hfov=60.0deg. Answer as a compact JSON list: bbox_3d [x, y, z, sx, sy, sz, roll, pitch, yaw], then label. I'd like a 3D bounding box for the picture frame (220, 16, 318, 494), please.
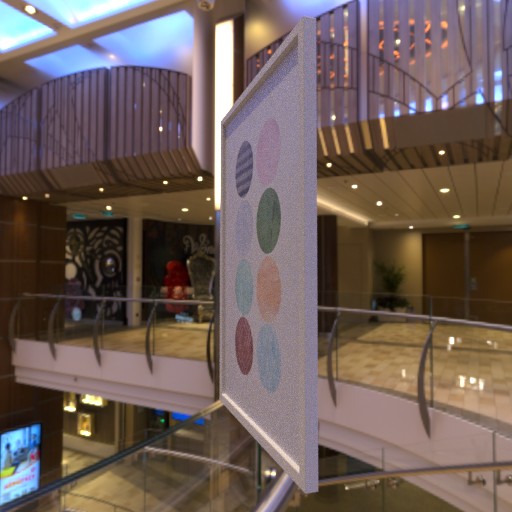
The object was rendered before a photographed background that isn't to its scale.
[{"bbox_3d":[0.000,0.000,0.548,0.013,0.434,0.305,1,-2,-19],"label":"picture frame"}]
